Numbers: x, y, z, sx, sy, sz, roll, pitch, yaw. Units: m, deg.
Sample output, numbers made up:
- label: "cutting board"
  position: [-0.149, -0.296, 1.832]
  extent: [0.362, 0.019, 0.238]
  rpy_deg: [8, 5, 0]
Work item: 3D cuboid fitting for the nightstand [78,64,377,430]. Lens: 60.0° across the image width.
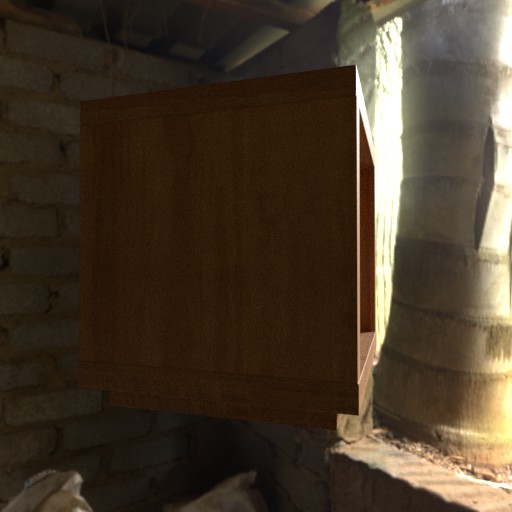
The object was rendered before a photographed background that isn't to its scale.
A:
- label: "nightstand"
  position: [0.000, 0.000, 0.872]
  extent: [0.436, 0.491, 0.493]
  rpy_deg: [0, -1, 18]
